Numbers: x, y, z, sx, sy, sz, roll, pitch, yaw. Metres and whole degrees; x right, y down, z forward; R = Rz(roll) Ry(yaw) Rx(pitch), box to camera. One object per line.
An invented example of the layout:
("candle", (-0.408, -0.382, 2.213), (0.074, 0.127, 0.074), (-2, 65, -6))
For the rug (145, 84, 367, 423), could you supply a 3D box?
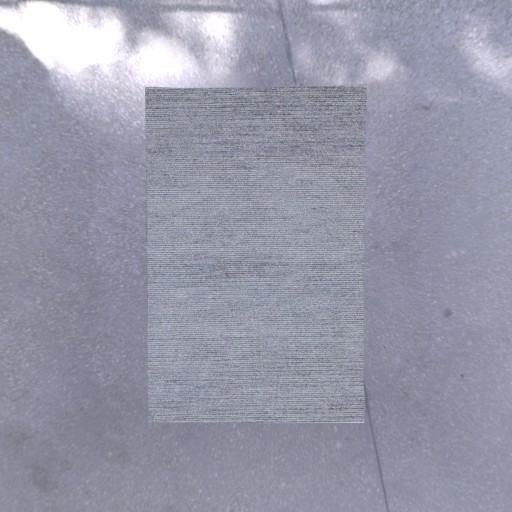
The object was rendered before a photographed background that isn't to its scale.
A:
("rug", (0.000, 0.000, 2.337), (1.159, 0.021, 1.789), (0, 92, 0))
